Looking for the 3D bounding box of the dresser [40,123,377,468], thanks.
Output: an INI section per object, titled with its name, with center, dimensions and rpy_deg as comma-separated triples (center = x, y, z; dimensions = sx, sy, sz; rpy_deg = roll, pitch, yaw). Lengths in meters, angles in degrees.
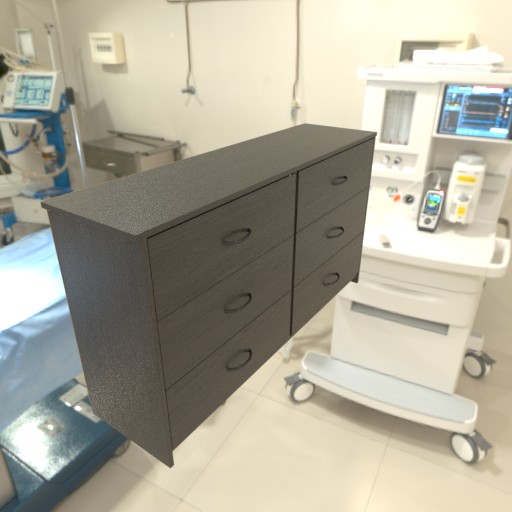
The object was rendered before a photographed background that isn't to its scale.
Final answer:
[dresser]
center = 0.000, 0.000, 1.702
dimensions = 0.401, 0.755, 1.360
rpy_deg = 18, 32, 31
